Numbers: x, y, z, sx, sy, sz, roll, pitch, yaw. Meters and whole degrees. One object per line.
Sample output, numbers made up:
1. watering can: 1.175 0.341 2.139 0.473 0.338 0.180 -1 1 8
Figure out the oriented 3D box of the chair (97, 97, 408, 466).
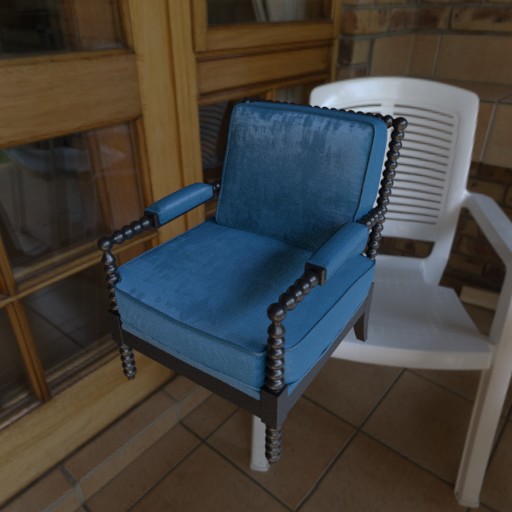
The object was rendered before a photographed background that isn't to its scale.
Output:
1. chair: 0.000 0.000 1.478 0.688 0.857 0.805 19 35 29
